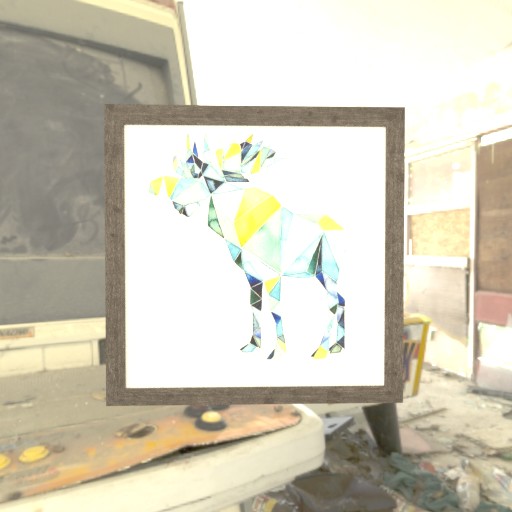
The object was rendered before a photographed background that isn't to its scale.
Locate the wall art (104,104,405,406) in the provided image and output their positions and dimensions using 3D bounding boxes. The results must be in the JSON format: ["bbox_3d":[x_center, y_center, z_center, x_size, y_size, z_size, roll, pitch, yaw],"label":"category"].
[{"bbox_3d":[0.000,0.000,0.684,0.457,0.457,0.013,0,1,-2],"label":"wall art"}]
